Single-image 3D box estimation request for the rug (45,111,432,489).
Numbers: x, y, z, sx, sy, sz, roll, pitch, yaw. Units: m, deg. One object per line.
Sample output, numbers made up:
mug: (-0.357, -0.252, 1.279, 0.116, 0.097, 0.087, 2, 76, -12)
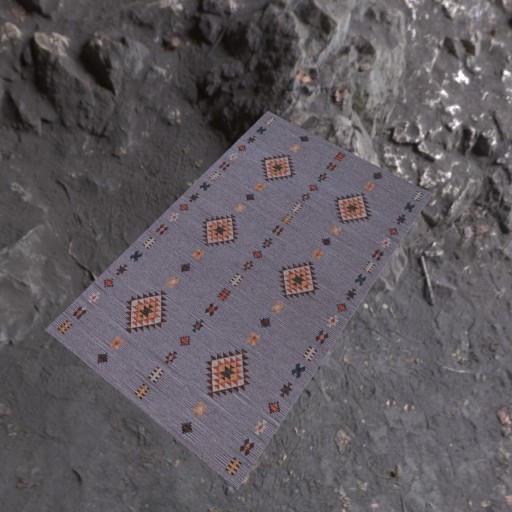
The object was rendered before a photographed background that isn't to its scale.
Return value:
rug: (0.000, 0.000, 3.053, 1.515, 0.007, 2.427, 32, 65, 17)
